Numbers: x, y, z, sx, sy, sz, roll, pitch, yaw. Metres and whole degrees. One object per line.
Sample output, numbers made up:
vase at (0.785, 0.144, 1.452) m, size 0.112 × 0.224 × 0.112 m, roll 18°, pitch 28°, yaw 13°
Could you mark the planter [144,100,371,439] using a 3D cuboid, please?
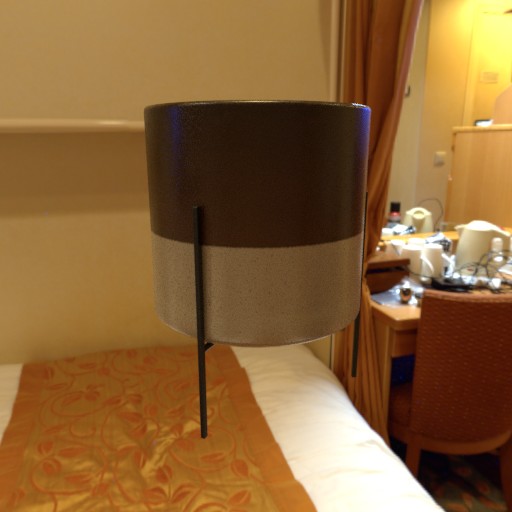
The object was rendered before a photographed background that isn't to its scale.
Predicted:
planter at (0.000, 0.000, 0.738) m, size 0.345 × 0.465 × 0.354 m, roll 7°, pitch 16°, yaw 25°
